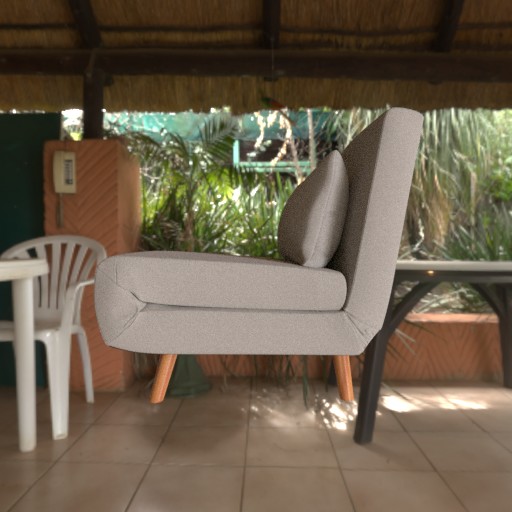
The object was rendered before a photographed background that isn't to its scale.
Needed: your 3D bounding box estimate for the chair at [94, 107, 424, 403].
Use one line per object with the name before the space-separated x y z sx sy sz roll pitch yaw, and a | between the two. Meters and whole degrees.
chair | 0.000 0.000 1.541 0.902 0.808 0.770 0 1 0
